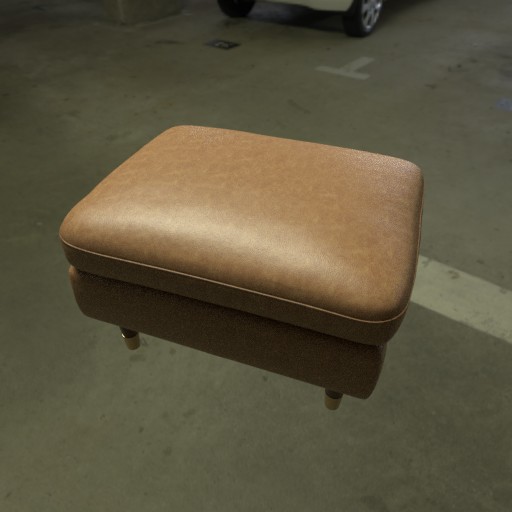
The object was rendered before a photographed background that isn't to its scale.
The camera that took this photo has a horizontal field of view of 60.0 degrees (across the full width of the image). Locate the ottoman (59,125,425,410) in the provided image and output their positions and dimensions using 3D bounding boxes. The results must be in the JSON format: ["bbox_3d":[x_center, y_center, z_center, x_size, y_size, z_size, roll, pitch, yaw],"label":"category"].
[{"bbox_3d":[0.000,0.000,1.139,0.747,0.478,0.593,13,41,15],"label":"ottoman"}]
